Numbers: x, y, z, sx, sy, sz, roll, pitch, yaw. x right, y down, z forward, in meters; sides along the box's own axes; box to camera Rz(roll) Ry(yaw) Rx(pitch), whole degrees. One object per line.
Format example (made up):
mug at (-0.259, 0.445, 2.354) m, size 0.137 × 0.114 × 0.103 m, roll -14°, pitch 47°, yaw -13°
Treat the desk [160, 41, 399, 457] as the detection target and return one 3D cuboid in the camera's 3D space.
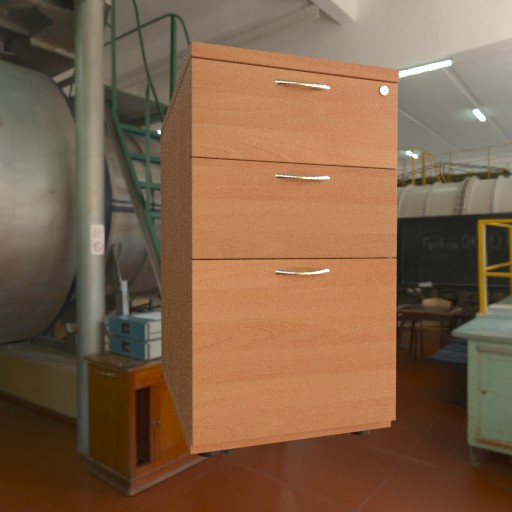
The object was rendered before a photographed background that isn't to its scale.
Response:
desk at (0.000, 0.000, 1.081) m, size 0.404 × 0.730 × 0.600 m, roll 0°, pitch 1°, yaw -17°
